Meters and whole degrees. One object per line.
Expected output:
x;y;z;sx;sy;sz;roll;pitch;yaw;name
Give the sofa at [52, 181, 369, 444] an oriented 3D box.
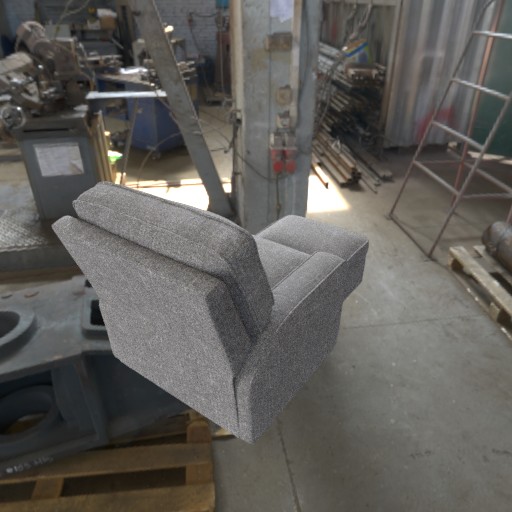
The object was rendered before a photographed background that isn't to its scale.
0.000;0.000;2.079;0.861;0.959;1.472;21;37;30;sofa
